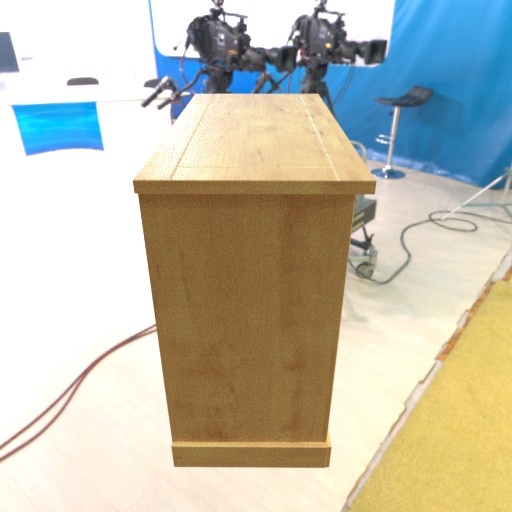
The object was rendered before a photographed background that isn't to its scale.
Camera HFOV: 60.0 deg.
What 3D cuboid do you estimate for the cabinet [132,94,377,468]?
[{"bbox_3d":[0.000,0.000,1.423,0.450,0.840,0.920,0,29,0],"label":"cabinet"}]
